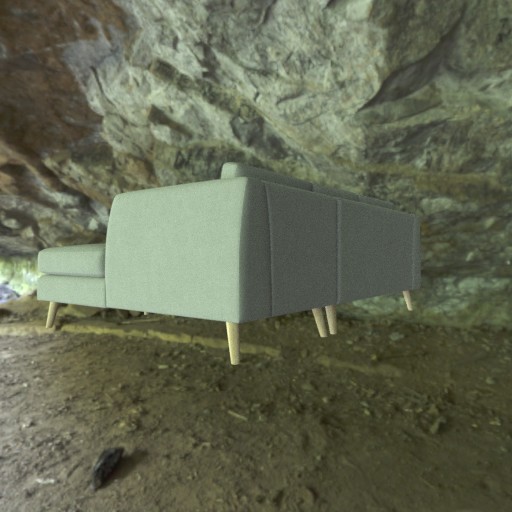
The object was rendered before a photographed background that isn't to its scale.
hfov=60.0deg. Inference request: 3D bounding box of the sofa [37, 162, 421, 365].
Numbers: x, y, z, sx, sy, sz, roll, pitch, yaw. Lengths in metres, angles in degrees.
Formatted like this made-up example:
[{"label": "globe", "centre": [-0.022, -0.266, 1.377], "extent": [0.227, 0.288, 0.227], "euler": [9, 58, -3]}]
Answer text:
[{"label": "sofa", "centre": [0.000, 0.000, 3.079], "extent": [1.580, 0.860, 2.300], "euler": [0, 0, 37]}]
